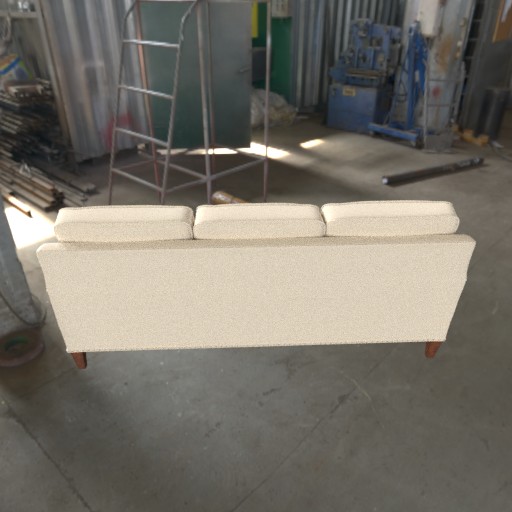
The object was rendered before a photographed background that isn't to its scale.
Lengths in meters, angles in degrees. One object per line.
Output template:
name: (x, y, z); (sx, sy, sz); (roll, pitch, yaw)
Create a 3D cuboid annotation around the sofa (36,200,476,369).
sofa: (0.000, 0.000, 2.792); (2.246, 1.003, 1.084); (-1, 30, -2)
